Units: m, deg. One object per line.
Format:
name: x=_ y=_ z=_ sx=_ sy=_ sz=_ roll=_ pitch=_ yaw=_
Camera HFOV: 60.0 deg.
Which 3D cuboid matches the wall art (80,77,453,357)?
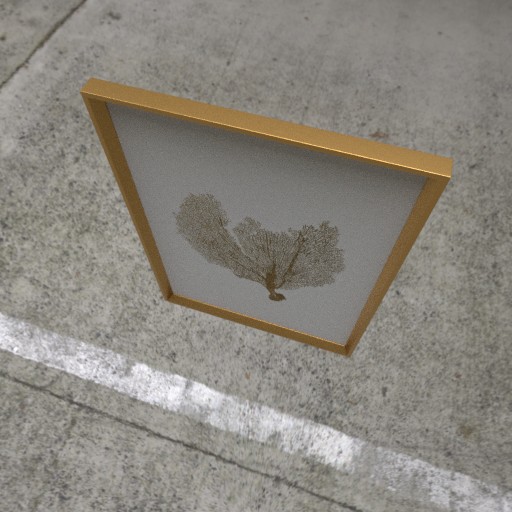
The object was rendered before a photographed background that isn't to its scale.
wall art: x=0.000 y=0.000 z=1.049 sx=0.610 sy=0.812 sz=0.038 roll=16 pitch=60 yaw=9
